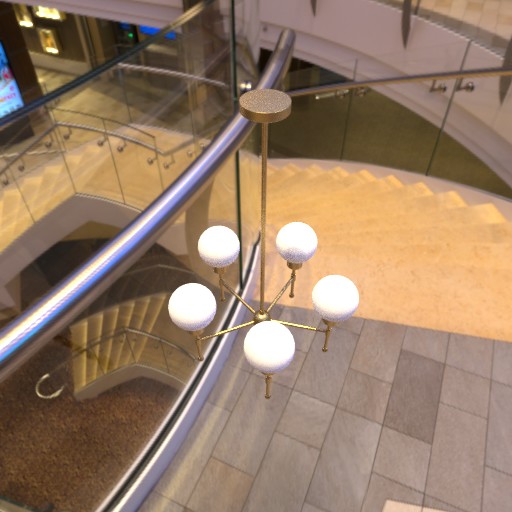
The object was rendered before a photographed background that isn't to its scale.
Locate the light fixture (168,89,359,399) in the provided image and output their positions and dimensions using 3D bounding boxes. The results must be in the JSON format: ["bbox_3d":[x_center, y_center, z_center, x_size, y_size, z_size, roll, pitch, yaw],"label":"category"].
[{"bbox_3d":[0.000,0.000,1.825,0.785,1.331,0.815,-16,47,-16],"label":"light fixture"}]
